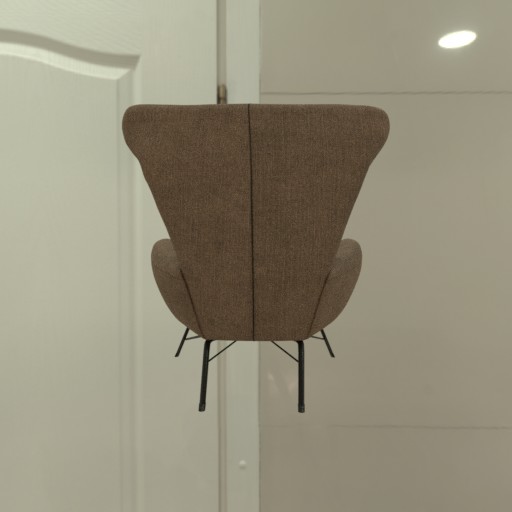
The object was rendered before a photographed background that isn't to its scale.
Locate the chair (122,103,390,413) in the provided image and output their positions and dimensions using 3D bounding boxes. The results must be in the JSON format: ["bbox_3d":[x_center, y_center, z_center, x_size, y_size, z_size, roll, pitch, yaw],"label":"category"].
[{"bbox_3d":[0.000,0.000,1.796,0.980,1.040,0.900,0,1,1],"label":"chair"}]
